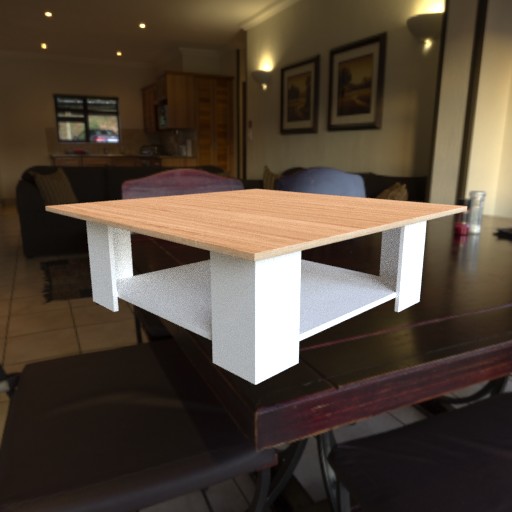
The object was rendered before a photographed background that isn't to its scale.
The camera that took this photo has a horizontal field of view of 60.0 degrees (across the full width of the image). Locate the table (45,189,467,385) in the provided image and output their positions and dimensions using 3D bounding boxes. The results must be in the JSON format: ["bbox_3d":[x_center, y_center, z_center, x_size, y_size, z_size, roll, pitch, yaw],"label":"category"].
[{"bbox_3d":[0.000,0.000,1.357,0.890,0.305,0.890,-13,18,-43],"label":"table"}]
